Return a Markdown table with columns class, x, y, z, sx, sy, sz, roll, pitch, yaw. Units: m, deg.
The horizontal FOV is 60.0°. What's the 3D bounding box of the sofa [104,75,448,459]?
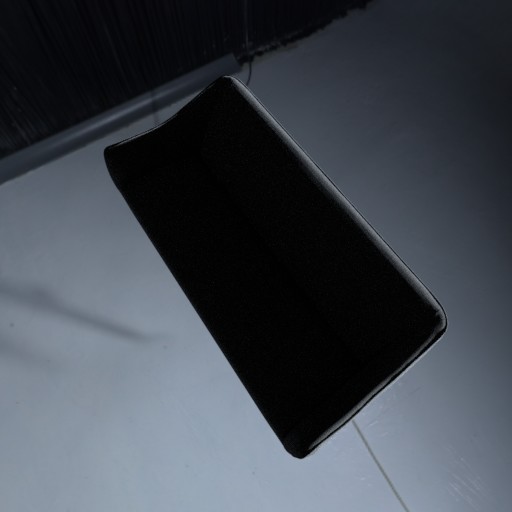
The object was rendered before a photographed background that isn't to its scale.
| class | x | y | z | sx | sy | sz | roll | pitch | yaw |
| --- | --- | --- | --- | --- | --- | --- | --- | --- | --- |
| sofa | 0.000 | 0.000 | 2.436 | 0.867 | 0.829 | 1.928 | -31 | 68 | -14 |
